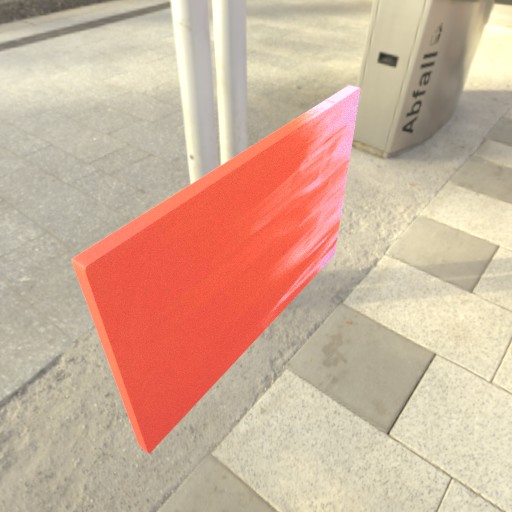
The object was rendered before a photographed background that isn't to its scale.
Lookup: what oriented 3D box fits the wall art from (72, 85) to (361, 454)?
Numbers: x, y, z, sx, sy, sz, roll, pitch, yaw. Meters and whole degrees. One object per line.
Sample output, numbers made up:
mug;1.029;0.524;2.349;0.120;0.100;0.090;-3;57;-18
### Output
wall art;0.000;0.000;1.148;0.040;0.609;0.913;26;47;27
